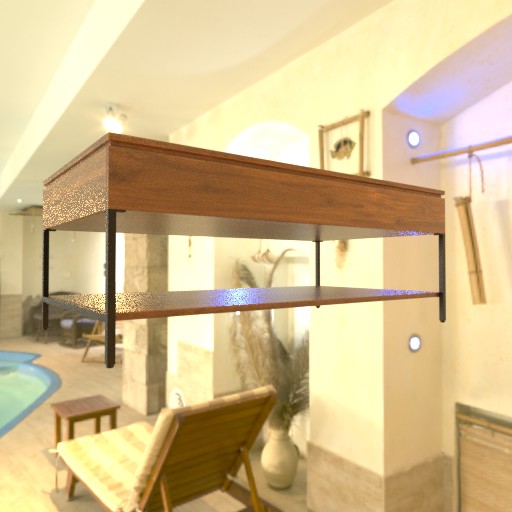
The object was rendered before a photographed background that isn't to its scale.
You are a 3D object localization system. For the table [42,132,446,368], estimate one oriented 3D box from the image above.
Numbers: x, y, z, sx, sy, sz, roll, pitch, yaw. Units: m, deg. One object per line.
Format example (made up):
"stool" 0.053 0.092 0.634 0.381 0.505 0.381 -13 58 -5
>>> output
"table" 0.000 0.000 1.315 1.057 0.414 0.574 1 -1 -36
